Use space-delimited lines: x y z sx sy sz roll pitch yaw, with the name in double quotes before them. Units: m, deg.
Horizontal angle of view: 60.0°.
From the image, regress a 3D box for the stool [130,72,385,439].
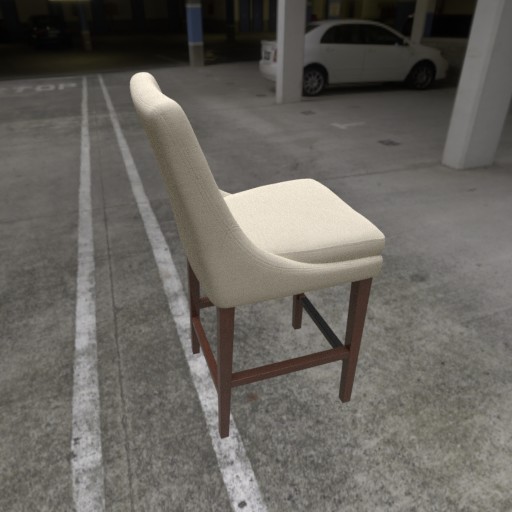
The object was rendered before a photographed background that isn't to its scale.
"stool" 0.000 0.000 1.304 0.577 0.981 0.470 -10 32 -17
